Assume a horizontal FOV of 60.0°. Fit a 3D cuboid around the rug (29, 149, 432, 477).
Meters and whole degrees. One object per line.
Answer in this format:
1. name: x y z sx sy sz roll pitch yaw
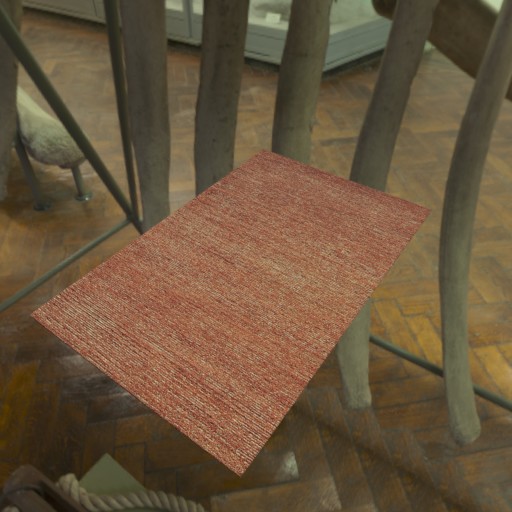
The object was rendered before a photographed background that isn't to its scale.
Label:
1. rug: 0.000 0.000 2.173 1.139 0.011 1.747 26 49 25
